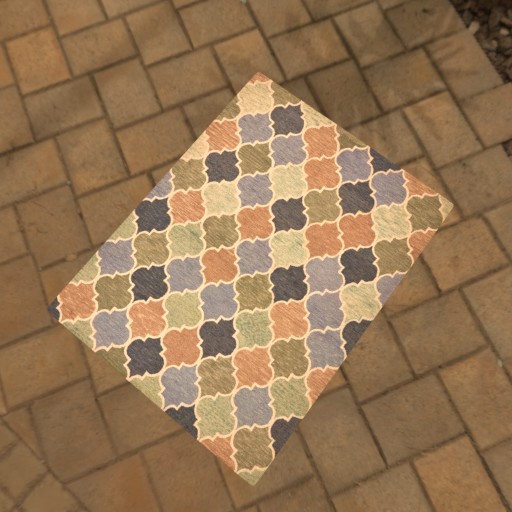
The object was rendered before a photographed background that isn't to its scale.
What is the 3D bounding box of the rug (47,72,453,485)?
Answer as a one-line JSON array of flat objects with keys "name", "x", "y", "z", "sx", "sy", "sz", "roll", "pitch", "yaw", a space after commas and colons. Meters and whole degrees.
[{"name": "rug", "x": 0.000, "y": 0.000, "z": 4.217, "sx": 2.439, "sy": 0.013, "sz": 3.200, "roll": 37, "pitch": 79, "yaw": 8}]
